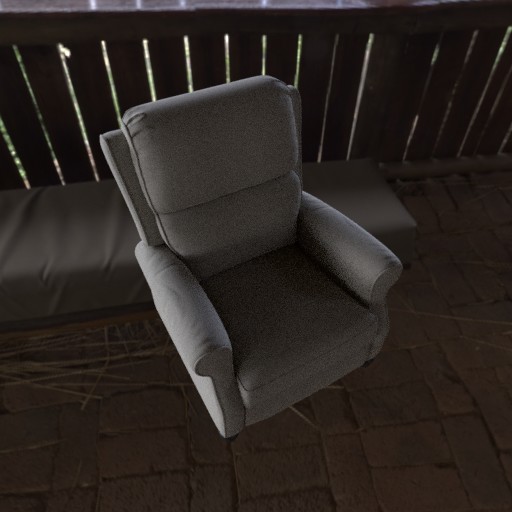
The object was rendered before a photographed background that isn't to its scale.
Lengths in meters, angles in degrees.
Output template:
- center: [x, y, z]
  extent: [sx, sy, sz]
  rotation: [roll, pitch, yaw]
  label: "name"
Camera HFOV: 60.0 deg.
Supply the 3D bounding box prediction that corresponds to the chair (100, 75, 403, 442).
- center: [0.000, 0.000, 1.754]
  extent: [0.859, 1.046, 0.919]
  rotation: [-22, 50, -20]
  label: "chair"
